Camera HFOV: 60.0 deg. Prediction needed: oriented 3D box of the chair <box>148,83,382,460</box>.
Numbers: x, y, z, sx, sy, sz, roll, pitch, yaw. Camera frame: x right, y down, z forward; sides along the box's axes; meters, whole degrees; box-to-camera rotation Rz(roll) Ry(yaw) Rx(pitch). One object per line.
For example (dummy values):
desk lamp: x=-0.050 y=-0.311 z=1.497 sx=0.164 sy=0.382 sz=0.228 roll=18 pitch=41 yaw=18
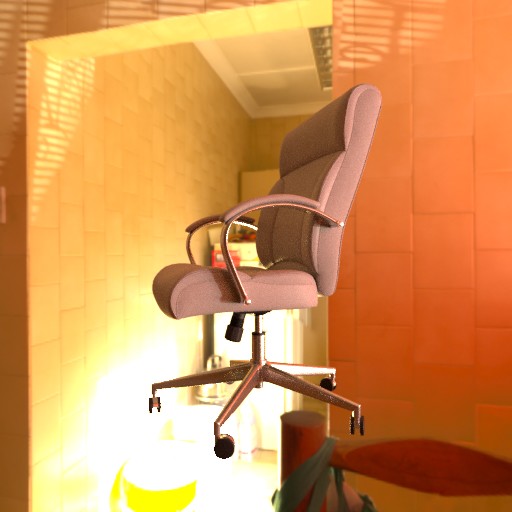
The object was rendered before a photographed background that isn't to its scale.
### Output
chair: x=0.000 y=0.000 z=1.591 sx=0.745 sy=1.099 sz=0.727 roll=0 pitch=0 yaw=-18
